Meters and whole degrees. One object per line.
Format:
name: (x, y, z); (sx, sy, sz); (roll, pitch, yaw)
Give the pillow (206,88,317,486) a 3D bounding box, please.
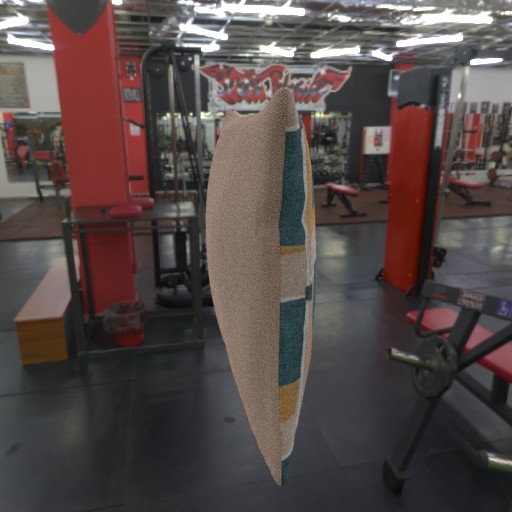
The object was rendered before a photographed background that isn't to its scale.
pillow: (0.000, 0.000, 0.725); (0.158, 0.479, 0.478); (-3, 16, -10)
